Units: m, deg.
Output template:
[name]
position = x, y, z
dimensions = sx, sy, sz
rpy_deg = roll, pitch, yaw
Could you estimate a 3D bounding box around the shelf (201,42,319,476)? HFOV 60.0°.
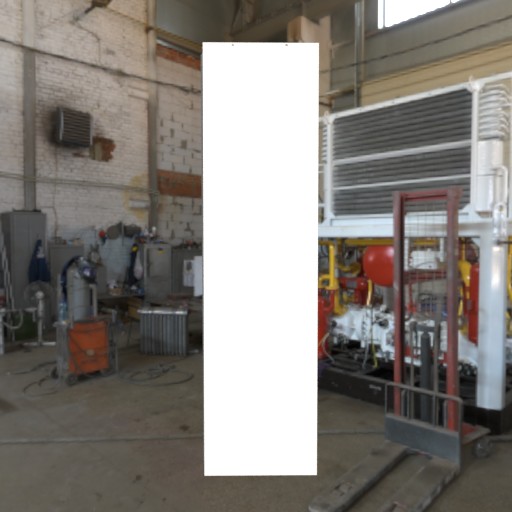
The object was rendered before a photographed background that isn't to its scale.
[shelf]
position = 0.000, 0.000, 2.649
dimensions = 0.500, 1.810, 1.600
rpy_deg = 0, 2, -1
